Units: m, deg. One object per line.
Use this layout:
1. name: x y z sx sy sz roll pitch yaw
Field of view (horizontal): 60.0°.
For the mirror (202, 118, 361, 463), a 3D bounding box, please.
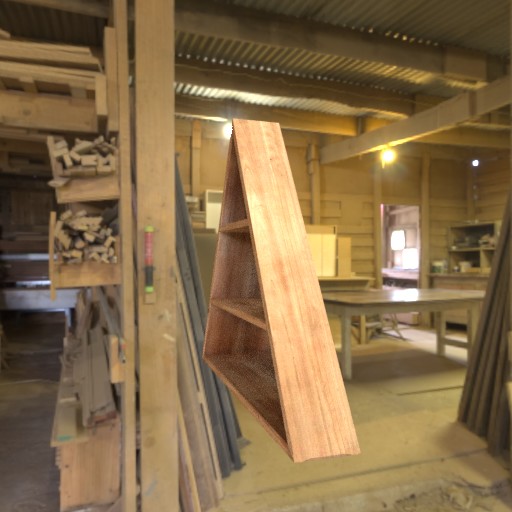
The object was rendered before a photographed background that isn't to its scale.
1. mirror: 0.000 0.000 0.897 0.100 0.548 0.631 0 0 -18
